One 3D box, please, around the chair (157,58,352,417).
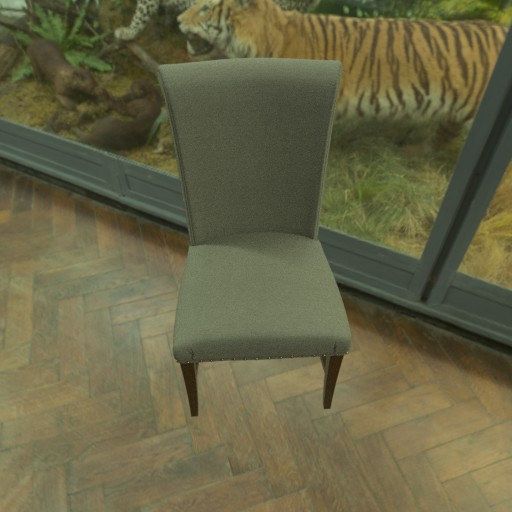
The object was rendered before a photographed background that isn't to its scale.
[{"bbox_3d":[0.000,0.000,1.375,0.513,0.988,0.608,-2,46,-2],"label":"chair"}]
